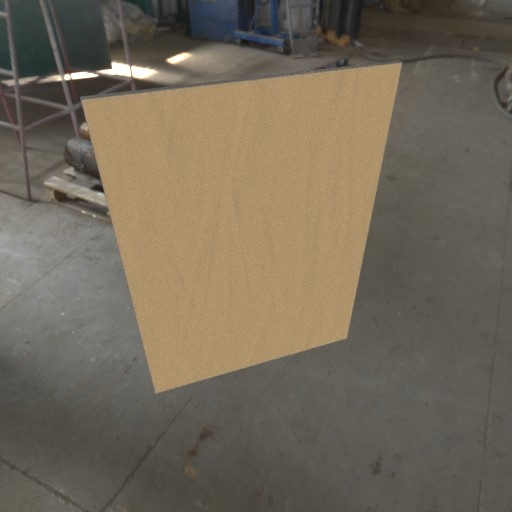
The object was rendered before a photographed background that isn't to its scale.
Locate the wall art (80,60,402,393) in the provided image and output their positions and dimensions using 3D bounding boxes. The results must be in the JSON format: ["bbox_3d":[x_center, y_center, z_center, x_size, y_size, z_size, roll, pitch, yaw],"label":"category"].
[{"bbox_3d":[0.000,0.000,1.425,0.810,1.116,0.016,-13,41,-15],"label":"wall art"}]
